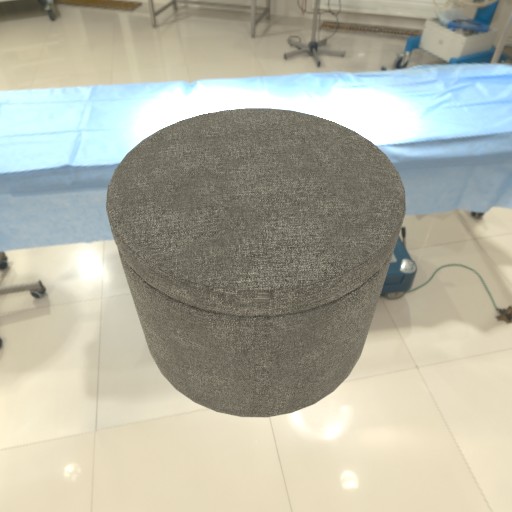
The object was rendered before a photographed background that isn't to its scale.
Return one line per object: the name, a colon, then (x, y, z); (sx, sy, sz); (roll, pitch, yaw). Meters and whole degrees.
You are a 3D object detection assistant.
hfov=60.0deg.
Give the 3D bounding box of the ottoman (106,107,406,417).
ottoman: (0.000, 0.000, 0.885); (0.500, 0.419, 0.500); (0, 46, 0)
